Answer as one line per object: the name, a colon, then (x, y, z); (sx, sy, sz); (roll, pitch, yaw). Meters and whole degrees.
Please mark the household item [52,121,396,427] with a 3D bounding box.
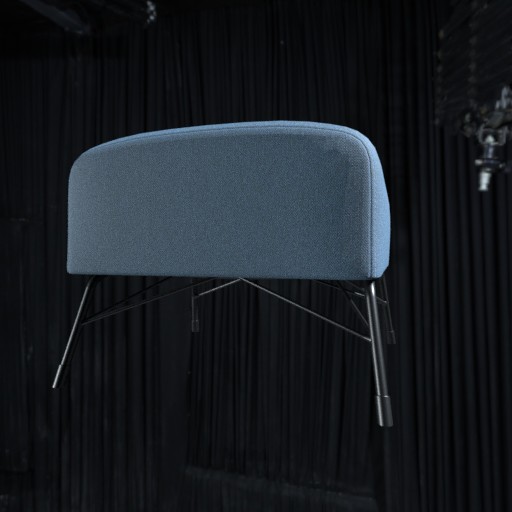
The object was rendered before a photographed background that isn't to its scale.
household item: (0.000, 0.000, 0.884); (0.530, 0.420, 0.530); (0, 1, 18)
